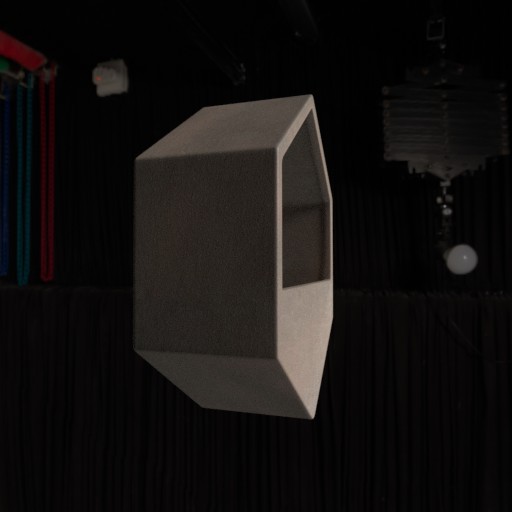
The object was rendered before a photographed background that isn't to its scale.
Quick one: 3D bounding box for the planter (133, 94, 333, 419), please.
[{"bbox_3d":[0.000,0.000,0.294,0.077,0.206,0.169,0,-1,18],"label":"planter"}]
